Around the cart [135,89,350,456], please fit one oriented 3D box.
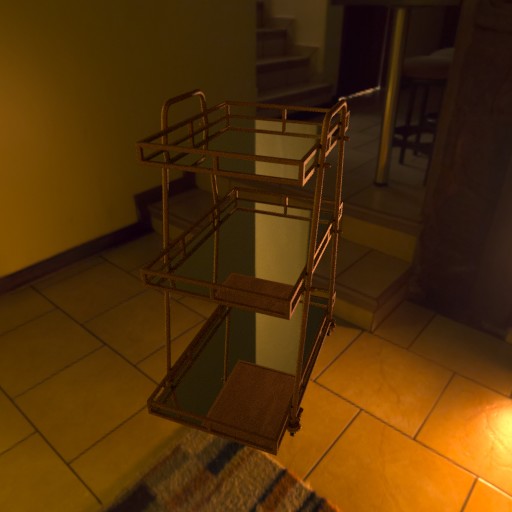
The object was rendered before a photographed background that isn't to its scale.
[{"bbox_3d":[0.000,0.000,1.300,0.441,0.883,0.711,11,32,18],"label":"cart"}]
